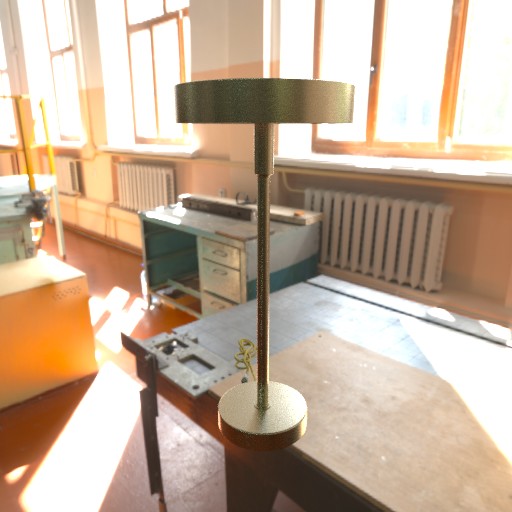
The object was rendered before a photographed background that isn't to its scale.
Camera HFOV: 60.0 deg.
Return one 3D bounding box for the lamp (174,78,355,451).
[{"bbox_3d":[0.000,0.000,0.703,0.229,0.508,0.369,-2,16,-8],"label":"lamp"}]
